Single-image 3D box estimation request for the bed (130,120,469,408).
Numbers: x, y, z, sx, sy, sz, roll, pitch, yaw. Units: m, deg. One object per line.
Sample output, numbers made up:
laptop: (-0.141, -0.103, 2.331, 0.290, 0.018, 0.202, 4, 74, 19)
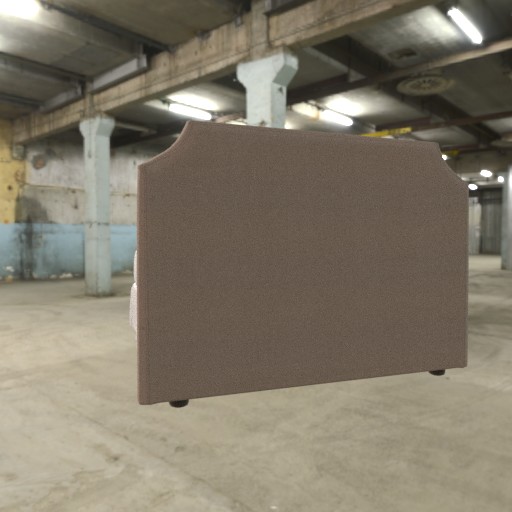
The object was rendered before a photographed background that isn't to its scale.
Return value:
bed: (0.000, 0.000, 3.216, 1.828, 1.303, 2.164, -1, 2, -19)
